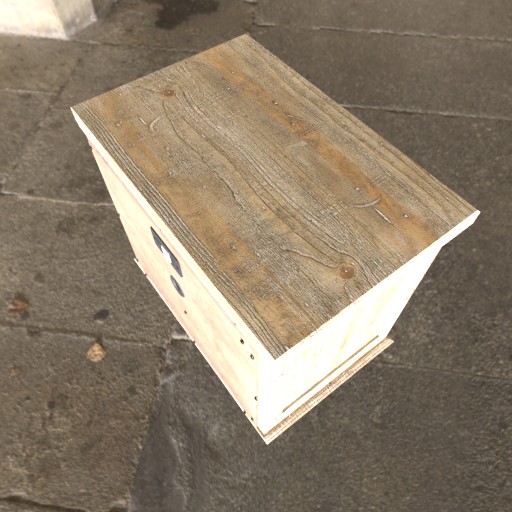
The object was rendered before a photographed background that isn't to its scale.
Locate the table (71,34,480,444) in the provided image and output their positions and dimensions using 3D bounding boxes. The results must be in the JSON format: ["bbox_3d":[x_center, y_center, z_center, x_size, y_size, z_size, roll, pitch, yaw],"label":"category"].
[{"bbox_3d":[0.000,0.000,1.130,0.457,0.711,0.686,-32,62,-19],"label":"table"}]
